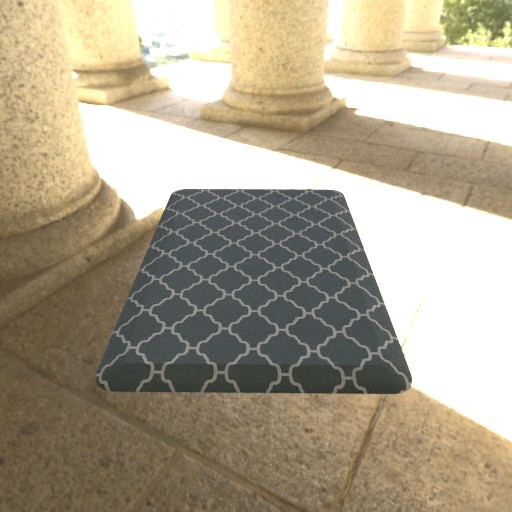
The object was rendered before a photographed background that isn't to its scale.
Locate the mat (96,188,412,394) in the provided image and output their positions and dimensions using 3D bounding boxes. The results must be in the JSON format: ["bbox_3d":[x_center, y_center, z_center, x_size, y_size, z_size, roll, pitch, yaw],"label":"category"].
[{"bbox_3d":[0.000,0.000,0.999,0.508,0.021,0.762,0,32,1],"label":"mat"}]
